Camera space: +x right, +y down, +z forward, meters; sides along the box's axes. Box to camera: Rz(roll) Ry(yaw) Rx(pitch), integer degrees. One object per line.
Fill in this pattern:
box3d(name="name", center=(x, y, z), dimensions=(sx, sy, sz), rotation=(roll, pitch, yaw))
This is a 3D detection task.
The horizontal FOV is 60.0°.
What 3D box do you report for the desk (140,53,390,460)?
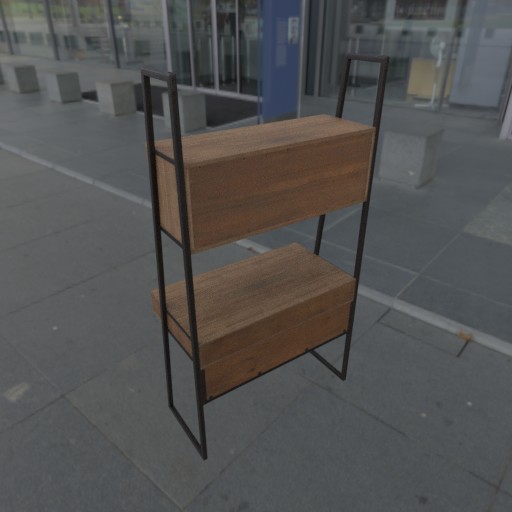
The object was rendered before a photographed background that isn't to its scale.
box3d(name="desk", center=(0.000, 0.000, 2.201), dimensions=(0.982, 1.809, 0.515), rotation=(-19, 34, -30))
